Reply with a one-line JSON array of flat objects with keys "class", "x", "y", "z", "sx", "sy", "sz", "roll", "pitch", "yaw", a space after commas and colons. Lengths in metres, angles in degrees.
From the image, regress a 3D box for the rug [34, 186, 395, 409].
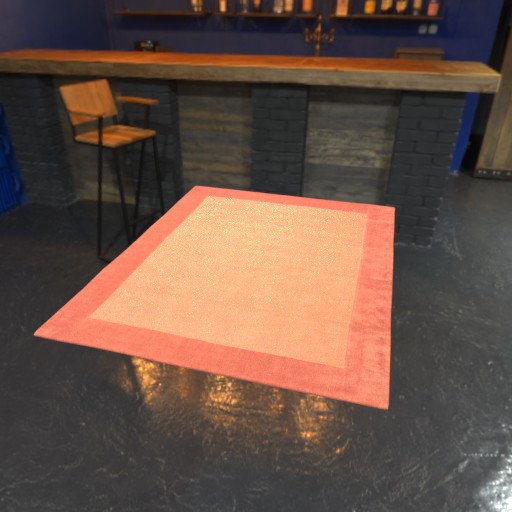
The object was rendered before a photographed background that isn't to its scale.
[{"class": "rug", "x": 0.000, "y": 0.000, "z": 4.059, "sx": 2.430, "sy": 0.018, "sz": 2.976, "roll": 8, "pitch": 31, "yaw": 14}]
